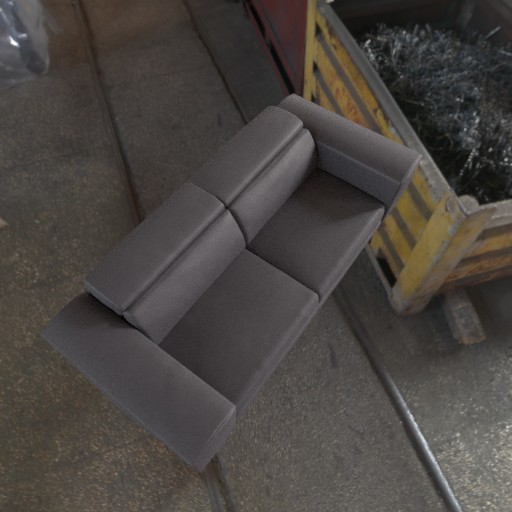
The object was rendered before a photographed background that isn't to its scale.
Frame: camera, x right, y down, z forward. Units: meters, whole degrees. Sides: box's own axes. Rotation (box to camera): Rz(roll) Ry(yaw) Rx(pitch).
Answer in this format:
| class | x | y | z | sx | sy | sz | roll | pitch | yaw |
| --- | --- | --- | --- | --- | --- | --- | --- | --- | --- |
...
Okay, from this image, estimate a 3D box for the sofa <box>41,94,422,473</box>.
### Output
| class | x | y | z | sx | sy | sz | roll | pitch | yaw |
| --- | --- | --- | --- | --- | --- | --- | --- | --- | --- |
| sofa | 0.000 | 0.000 | 2.775 | 1.048 | 0.814 | 2.330 | 32 | 64 | 18 |
